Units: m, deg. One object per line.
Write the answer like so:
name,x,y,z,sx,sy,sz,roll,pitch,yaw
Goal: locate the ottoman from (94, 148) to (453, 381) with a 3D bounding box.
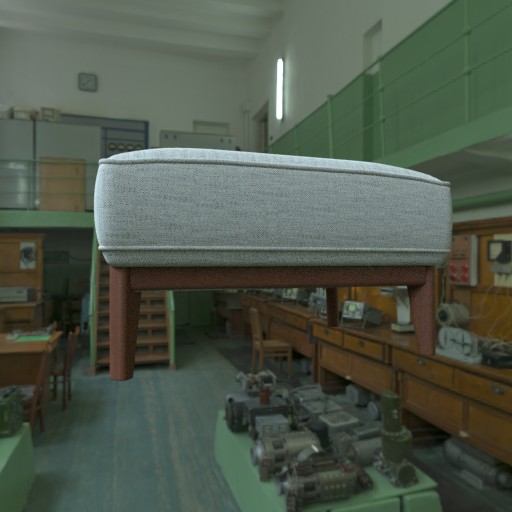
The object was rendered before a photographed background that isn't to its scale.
ottoman,0.000,0.000,1.170,0.794,0.465,0.594,0,-1,-18
